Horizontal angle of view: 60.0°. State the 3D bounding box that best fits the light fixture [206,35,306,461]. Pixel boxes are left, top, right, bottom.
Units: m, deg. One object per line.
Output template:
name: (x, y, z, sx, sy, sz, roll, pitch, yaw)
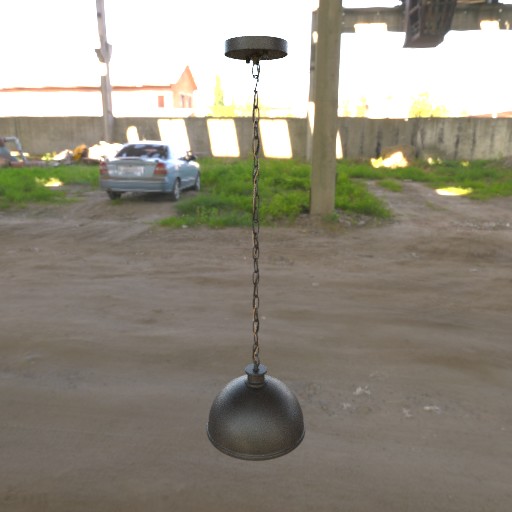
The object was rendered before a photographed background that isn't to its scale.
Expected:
light fixture: (0.000, 0.000, 1.232, 0.304, 1.090, 0.304, -7, 16, -26)
